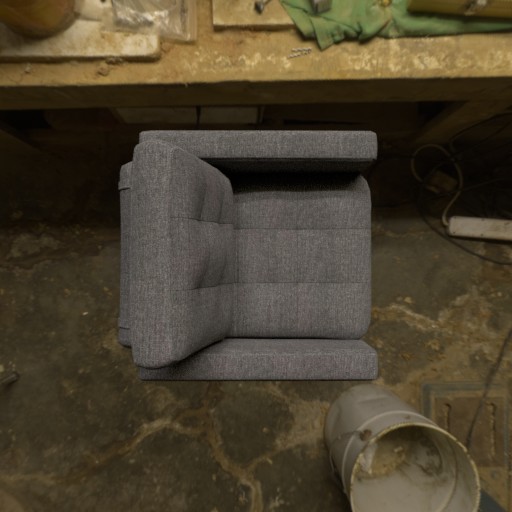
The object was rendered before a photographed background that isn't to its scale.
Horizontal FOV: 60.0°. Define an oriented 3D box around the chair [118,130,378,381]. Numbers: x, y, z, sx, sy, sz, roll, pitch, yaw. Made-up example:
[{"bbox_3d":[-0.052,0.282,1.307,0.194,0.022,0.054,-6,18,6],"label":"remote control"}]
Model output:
[{"bbox_3d":[0.000,0.000,1.567,0.843,0.880,0.821,0,89,0],"label":"chair"}]
